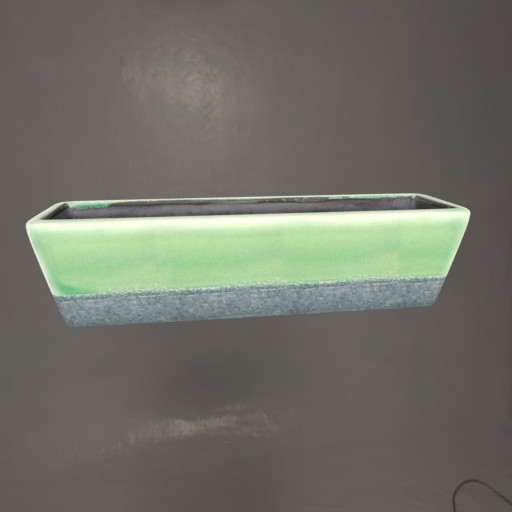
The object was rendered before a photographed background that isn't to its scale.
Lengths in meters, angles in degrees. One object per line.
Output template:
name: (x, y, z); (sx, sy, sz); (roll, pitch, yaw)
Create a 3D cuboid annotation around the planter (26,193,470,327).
planter: (0.000, 0.000, 0.309); (0.275, 0.072, 0.072); (-2, 17, -8)
